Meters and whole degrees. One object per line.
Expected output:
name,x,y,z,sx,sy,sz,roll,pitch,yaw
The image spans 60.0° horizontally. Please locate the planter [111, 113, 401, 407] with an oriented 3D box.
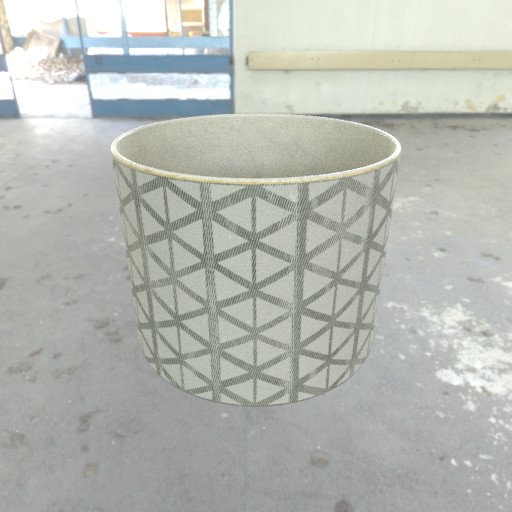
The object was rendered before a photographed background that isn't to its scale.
planter,0.000,0.000,0.451,0.250,0.239,0.250,0,27,0
